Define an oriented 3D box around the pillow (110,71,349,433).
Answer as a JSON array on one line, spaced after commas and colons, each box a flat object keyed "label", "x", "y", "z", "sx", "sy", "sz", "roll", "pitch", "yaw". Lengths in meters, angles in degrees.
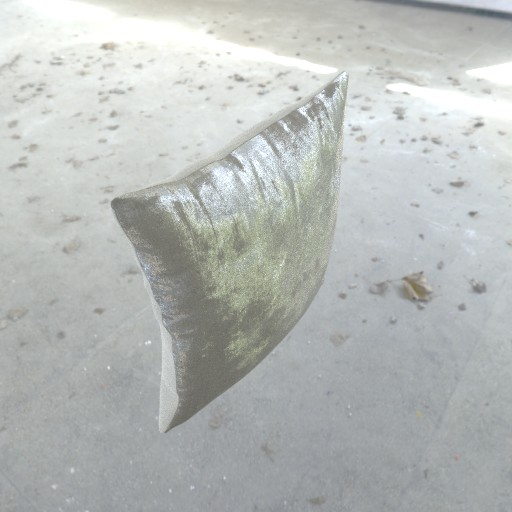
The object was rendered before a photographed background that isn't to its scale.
[{"label": "pillow", "x": 0.000, "y": 0.000, "z": 0.706, "sx": 0.175, "sy": 0.464, "sz": 0.470, "roll": 27, "pitch": 47, "yaw": 28}]
